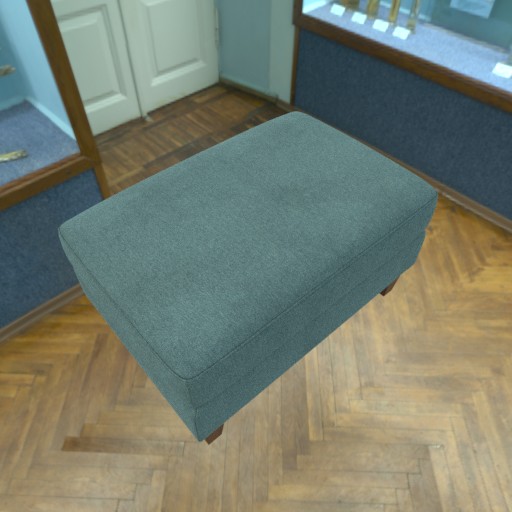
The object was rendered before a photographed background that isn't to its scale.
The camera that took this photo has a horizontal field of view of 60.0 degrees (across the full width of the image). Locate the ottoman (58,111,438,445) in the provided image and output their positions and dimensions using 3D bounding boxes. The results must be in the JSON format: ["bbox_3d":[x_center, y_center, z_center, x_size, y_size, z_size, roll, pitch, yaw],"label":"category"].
[{"bbox_3d":[0.000,0.000,1.270,0.864,0.483,0.584,-33,56,-26],"label":"ottoman"}]
